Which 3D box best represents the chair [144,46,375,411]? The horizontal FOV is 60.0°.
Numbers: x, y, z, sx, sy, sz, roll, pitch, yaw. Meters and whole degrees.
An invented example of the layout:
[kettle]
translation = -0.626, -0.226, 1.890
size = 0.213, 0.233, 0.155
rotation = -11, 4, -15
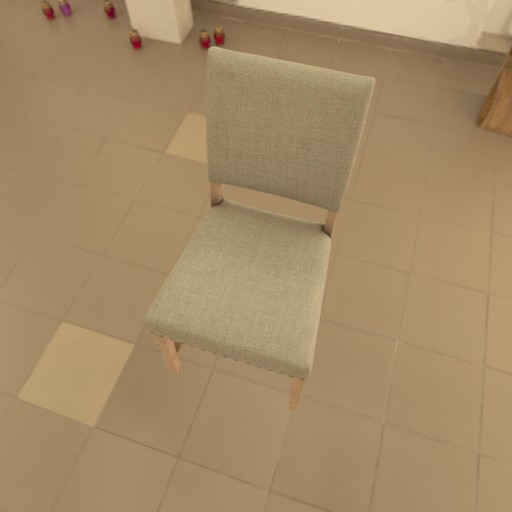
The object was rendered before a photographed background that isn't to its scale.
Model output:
[chair]
translation = 0.000, 0.000, 1.389
size = 0.508, 0.986, 0.622
rotation = 15, 59, 9
